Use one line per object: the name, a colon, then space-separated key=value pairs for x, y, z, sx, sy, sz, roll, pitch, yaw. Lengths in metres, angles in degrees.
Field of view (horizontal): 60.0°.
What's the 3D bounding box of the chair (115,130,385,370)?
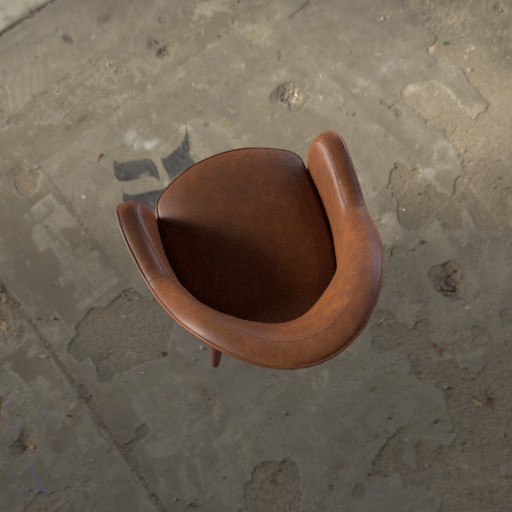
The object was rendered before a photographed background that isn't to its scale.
chair: x=0.000 y=0.000 z=1.201 sx=0.591 sy=0.777 sz=0.640 roll=-20 pitch=75 yaw=-6
